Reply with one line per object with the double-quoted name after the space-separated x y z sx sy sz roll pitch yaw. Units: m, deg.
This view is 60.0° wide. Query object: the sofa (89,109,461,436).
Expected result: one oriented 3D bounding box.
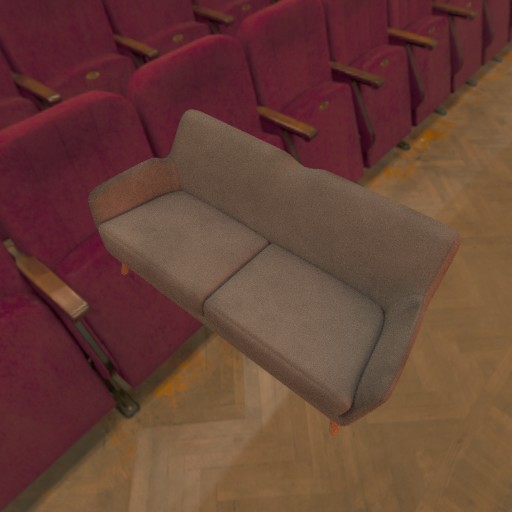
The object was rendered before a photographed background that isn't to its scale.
0.000 0.000 2.354 1.870 0.810 0.850 32 54 26 "sofa"
